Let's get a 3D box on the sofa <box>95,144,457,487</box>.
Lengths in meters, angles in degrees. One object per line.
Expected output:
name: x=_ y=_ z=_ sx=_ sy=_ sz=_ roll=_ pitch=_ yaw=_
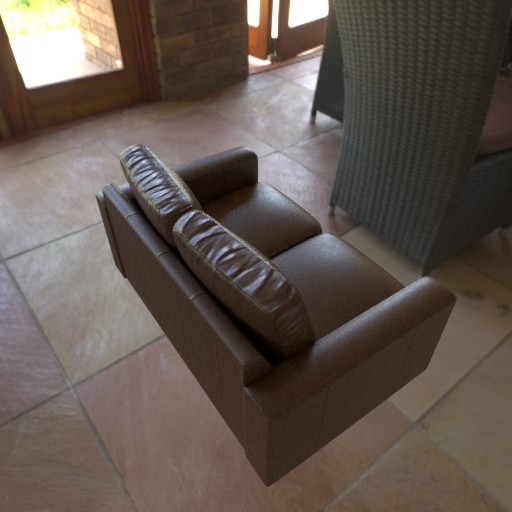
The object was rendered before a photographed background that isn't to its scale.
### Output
sofa: x=0.000 y=0.000 z=2.208 sx=1.016 sy=0.873 sz=1.616 roll=-25 pitch=47 yaw=-25
